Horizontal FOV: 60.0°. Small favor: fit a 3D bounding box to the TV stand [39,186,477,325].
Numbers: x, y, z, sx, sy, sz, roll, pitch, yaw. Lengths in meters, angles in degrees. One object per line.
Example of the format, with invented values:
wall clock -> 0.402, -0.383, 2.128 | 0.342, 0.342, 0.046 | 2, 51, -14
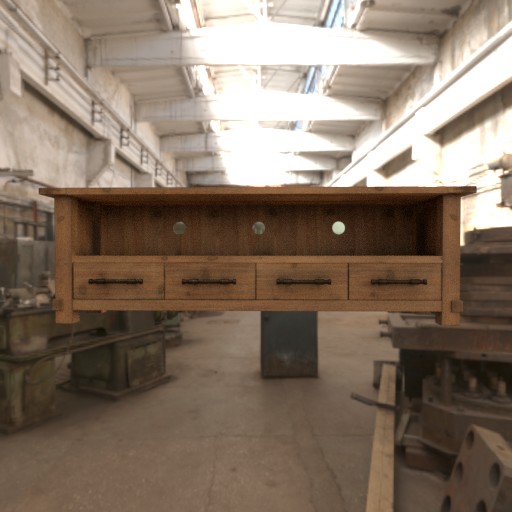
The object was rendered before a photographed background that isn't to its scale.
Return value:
TV stand -> 0.000, 0.000, 2.031 | 1.804, 0.573, 0.453 | 0, 0, 2
